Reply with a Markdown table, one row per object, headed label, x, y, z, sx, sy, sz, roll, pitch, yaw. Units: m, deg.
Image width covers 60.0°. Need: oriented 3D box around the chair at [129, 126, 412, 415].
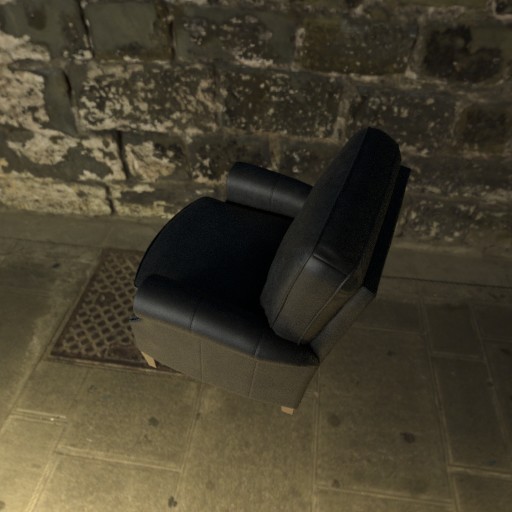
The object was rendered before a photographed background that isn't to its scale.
| label | x | y | z | sx | sy | sz | roll | pitch | yaw |
| --- | --- | --- | --- | --- | --- | --- | --- | --- | --- |
| chair | 0.000 | 0.000 | 1.809 | 0.986 | 1.018 | 0.936 | 16 | 48 | 15 |
